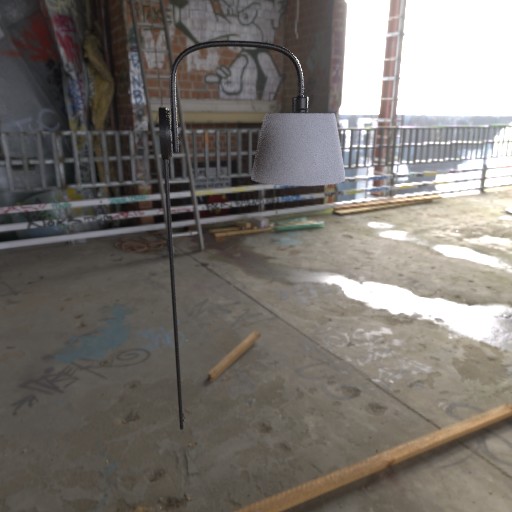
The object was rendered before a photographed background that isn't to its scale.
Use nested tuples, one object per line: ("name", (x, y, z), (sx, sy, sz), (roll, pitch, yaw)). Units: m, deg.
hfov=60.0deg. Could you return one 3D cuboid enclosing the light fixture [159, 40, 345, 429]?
("light fixture", (0.000, 0.000, 0.453), (0.176, 0.399, 0.092), (-3, 18, -10))
